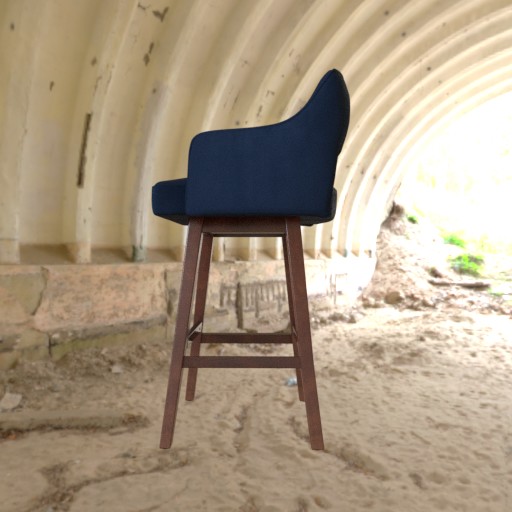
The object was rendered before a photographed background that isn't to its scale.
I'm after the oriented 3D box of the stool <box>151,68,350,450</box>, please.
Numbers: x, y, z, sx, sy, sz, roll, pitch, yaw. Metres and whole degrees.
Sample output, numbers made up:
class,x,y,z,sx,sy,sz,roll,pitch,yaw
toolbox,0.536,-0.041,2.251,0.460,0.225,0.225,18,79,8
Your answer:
class,x,y,z,sx,sy,sz,roll,pitch,yaw
stool,0.000,0.000,1.396,0.560,1.041,0.550,0,0,1
